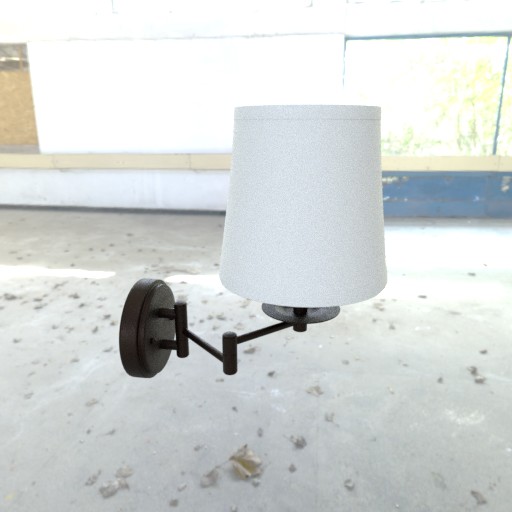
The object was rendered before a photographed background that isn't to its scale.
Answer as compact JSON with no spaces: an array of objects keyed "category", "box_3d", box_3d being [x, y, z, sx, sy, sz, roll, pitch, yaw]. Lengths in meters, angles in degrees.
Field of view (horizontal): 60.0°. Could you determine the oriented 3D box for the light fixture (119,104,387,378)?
[{"category":"light fixture","box_3d":[0.000,0.000,0.271,0.157,0.172,0.100,3,17,9]}]
